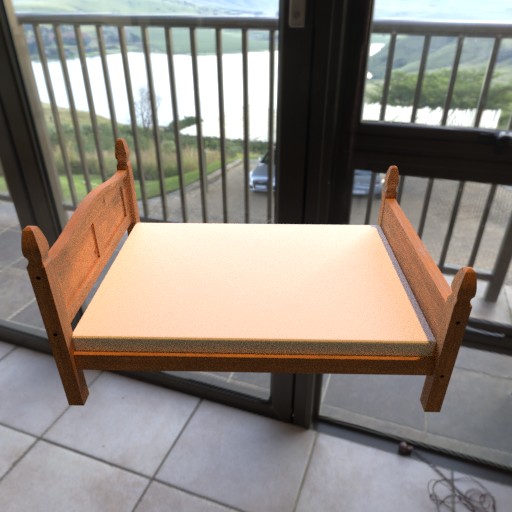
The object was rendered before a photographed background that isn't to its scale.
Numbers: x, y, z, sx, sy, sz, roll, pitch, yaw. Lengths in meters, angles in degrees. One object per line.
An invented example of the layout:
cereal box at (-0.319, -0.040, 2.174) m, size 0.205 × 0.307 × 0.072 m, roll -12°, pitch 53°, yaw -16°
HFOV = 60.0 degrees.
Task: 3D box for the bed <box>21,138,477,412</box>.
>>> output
bed at (0.000, 0.000, 2.826) m, size 2.069 × 1.100 × 1.490 m, roll 1°, pitch 30°, yaw 1°
